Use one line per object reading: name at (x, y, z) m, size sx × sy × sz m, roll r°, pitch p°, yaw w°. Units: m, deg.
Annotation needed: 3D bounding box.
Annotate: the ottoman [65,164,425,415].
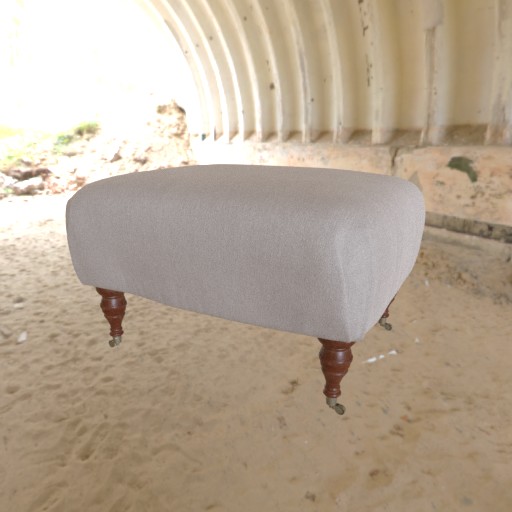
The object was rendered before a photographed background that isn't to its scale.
ottoman at (0.000, 0.000, 1.135) m, size 0.746 × 0.450 × 0.622 m, roll 8°, pitch 17°, yaw 27°
